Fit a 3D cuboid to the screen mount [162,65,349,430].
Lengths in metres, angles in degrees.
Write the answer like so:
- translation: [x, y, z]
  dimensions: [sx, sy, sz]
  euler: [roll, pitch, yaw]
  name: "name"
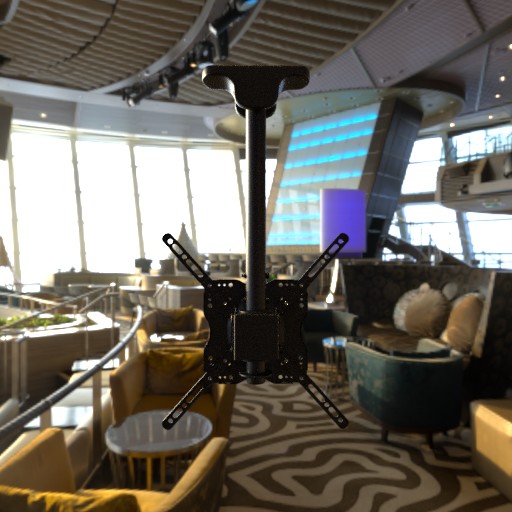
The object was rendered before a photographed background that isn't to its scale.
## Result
- translation: [0.000, 0.000, 0.889]
  dimensions: [0.393, 0.729, 0.090]
  euler: [0, 0, -1]
  name: "screen mount"
